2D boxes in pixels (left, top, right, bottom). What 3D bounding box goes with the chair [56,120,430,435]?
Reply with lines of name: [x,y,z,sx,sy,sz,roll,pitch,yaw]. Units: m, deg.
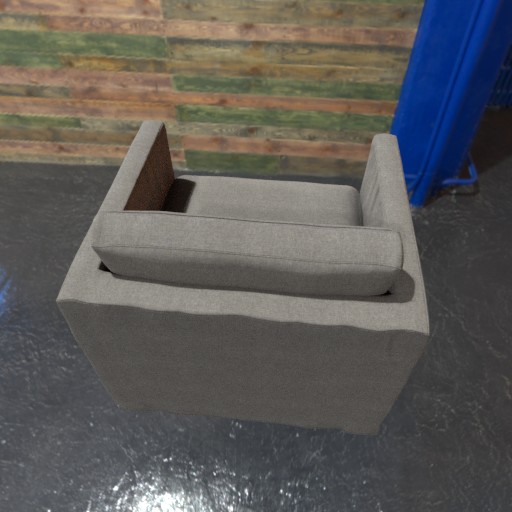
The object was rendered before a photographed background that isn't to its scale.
chair: [0.000,0.000,1.681,1.057,0.863,0.949,4,48,4]
